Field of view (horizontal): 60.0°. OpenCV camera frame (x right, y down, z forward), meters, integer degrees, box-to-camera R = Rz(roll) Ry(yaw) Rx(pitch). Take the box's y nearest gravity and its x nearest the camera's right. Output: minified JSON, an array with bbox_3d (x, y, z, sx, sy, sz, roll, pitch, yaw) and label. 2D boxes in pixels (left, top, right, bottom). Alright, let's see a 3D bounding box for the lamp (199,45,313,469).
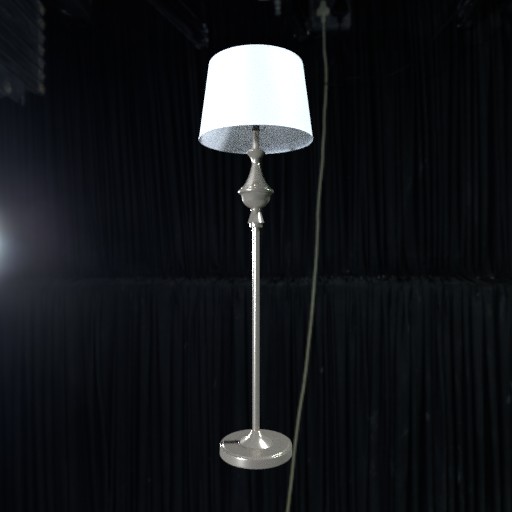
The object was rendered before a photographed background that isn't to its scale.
[{"bbox_3d":[0.000,0.000,1.681,0.431,1.488,0.431,0,0,0],"label":"lamp"}]
